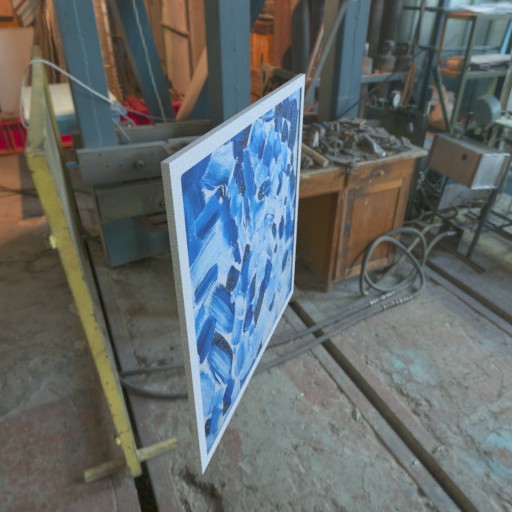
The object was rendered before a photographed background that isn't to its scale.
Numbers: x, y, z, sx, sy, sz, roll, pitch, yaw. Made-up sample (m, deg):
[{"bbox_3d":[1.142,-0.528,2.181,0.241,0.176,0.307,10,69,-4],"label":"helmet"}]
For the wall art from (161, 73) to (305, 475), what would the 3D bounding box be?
[{"bbox_3d":[0.000,0.000,1.220,0.015,0.812,0.812,11,34,17],"label":"wall art"}]
